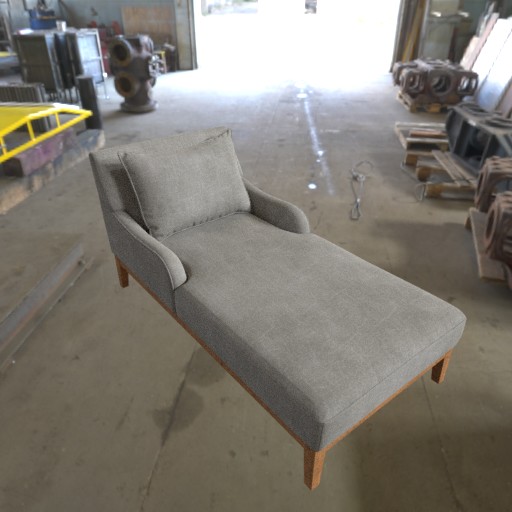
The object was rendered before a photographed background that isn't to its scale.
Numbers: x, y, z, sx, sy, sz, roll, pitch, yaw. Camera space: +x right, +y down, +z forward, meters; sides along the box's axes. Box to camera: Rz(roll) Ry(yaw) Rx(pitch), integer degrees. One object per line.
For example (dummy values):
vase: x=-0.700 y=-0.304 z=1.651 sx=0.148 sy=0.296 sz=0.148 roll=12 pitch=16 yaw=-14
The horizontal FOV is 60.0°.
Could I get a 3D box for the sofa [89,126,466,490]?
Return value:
sofa: x=0.000 y=0.000 z=2.191 sx=0.894 sy=0.859 sz=1.779 roll=-22 pitch=37 yaw=-32
